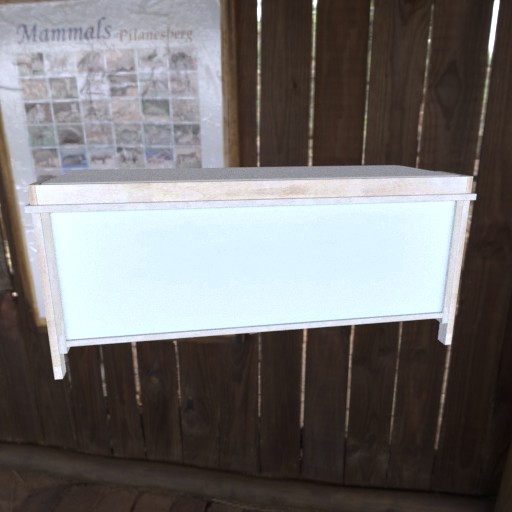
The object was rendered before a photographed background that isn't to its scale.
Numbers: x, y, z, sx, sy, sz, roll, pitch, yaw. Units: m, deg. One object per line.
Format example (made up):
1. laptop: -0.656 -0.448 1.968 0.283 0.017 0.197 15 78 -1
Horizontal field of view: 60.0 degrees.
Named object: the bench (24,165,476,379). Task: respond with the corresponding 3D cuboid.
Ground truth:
1. bench: 0.000 0.000 1.347 1.140 0.501 0.398 -3 16 -10
